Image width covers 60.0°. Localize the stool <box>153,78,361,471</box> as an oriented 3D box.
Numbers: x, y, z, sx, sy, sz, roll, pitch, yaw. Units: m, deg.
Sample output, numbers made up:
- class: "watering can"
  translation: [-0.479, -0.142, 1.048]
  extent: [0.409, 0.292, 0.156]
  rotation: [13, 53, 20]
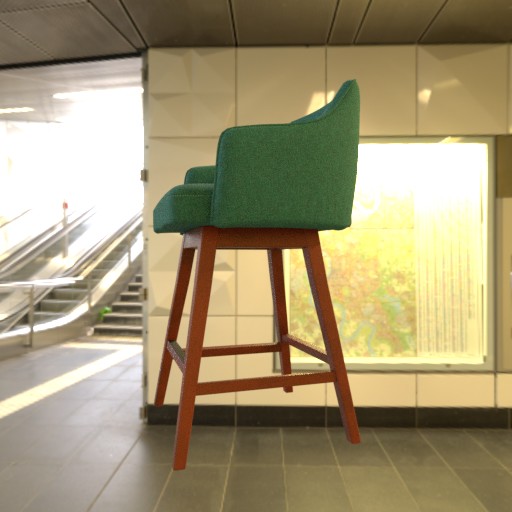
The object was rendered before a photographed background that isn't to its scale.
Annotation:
- class: "stool"
  translation: [0.000, 0.000, 1.297]
  extent: [0.556, 0.961, 0.548]
  rotation: [0, 0, -18]
